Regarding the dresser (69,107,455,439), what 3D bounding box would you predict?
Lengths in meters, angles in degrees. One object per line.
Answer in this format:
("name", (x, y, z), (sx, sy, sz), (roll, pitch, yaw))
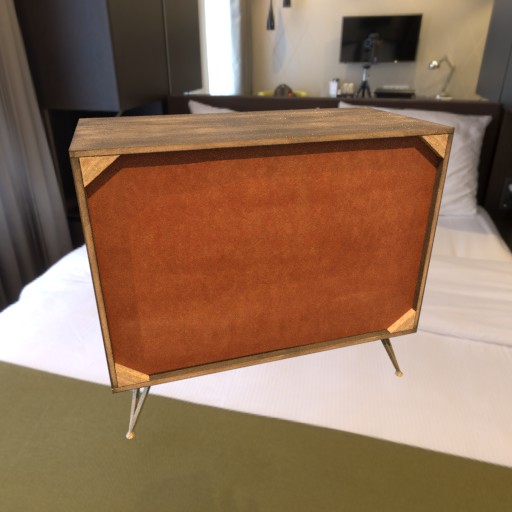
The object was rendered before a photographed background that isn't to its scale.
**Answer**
("dresser", (0.000, 0.000, 1.375), (0.923, 0.801, 0.453), (-8, 26, -15))
